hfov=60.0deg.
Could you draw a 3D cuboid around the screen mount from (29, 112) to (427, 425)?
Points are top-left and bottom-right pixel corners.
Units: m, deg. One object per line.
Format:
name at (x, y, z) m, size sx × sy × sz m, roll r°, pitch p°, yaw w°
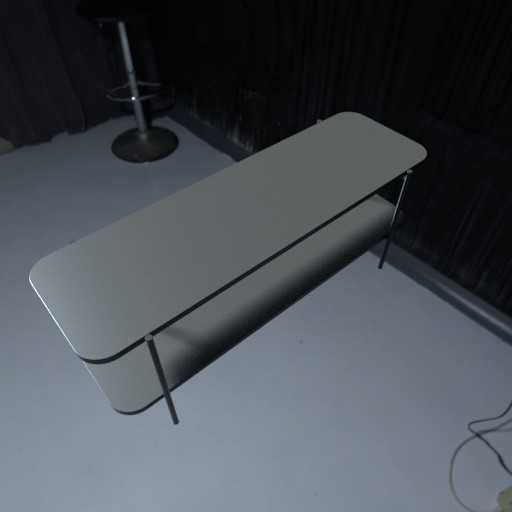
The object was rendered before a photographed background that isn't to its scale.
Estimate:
screen mount at (0.000, 0.000, 1.419) m, size 1.200 × 0.447 × 0.400 m, roll -32°, pitch 55°, yaw -26°
